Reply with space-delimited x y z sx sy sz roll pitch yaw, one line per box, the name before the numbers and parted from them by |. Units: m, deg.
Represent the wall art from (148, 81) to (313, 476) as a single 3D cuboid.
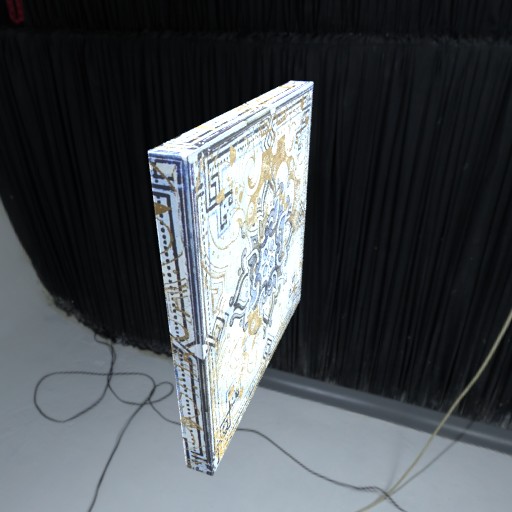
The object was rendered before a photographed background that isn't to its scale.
wall art | 0.000 0.000 0.627 0.038 0.410 0.411 10 31 18
